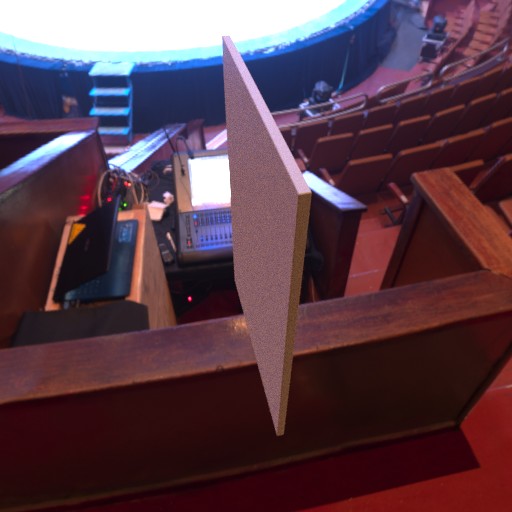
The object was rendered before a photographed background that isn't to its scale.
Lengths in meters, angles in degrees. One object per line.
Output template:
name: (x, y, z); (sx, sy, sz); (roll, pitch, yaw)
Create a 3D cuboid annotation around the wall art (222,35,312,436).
wall art: (0.000, 0.000, 0.630); (0.011, 0.482, 0.329); (-10, 48, -9)
